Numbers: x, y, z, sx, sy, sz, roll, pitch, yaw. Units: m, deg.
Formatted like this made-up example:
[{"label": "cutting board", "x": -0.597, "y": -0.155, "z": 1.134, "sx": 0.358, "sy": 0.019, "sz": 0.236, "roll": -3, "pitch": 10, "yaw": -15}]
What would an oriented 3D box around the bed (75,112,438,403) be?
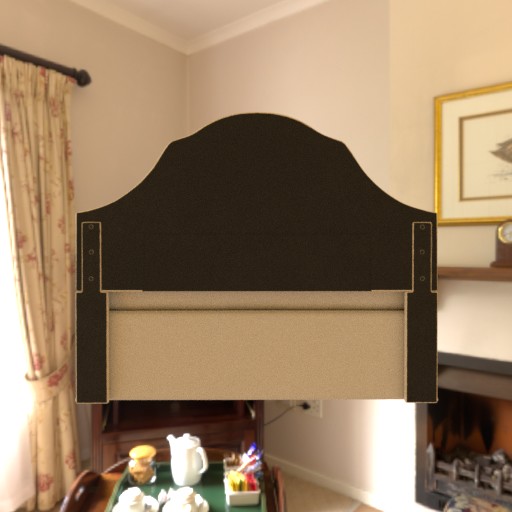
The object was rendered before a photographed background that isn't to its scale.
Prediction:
[{"label": "bed", "x": 0.000, "y": 0.000, "z": 3.398, "sx": 2.012, "sy": 1.555, "sz": 2.086, "roll": 0, "pitch": 1, "yaw": 0}]
